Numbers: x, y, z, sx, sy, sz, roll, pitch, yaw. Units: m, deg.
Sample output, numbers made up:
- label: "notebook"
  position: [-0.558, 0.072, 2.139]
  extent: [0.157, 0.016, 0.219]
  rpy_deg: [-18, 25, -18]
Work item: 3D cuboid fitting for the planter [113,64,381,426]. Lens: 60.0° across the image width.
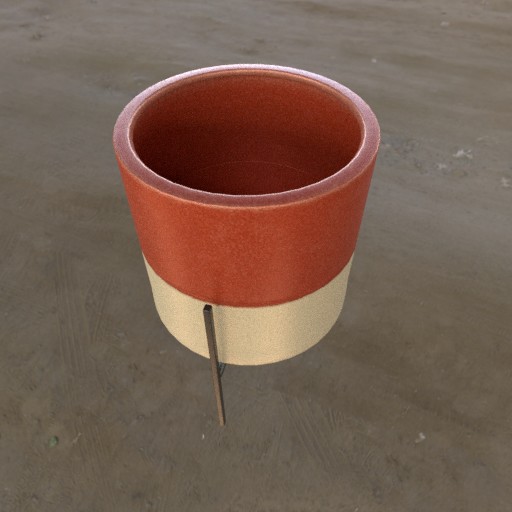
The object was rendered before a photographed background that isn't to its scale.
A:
- label: "planter"
  position: [0.000, 0.000, 0.521]
  extent: [0.251, 0.354, 0.235]
  rpy_deg: [-10, 48, -9]
